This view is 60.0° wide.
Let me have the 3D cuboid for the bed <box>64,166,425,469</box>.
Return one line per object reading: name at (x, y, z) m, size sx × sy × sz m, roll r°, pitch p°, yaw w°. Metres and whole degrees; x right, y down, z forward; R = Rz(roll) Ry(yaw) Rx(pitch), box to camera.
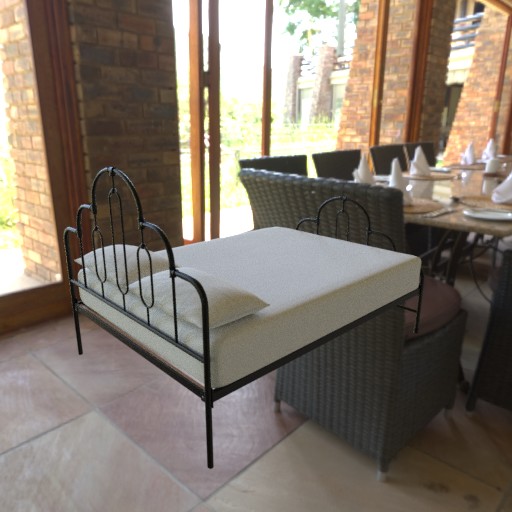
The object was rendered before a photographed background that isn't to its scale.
bed at (0.000, 0.000, 3.298) m, size 2.181 × 1.444 × 1.626 m, roll -15°, pitch 22°, yaw -41°
